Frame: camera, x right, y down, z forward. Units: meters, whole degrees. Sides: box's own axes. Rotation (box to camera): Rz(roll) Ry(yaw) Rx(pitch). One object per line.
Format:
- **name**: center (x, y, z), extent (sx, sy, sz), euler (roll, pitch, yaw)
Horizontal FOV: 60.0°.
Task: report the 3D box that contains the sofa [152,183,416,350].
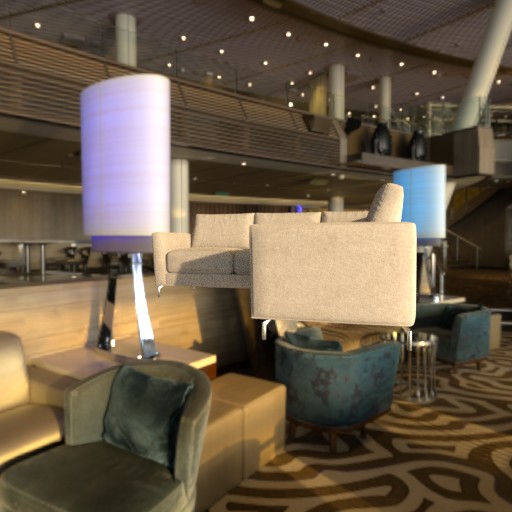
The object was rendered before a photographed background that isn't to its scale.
- **sofa**: center (0.000, 0.000, 3.685), extent (2.438, 0.864, 2.438), euler (1, 2, 18)
